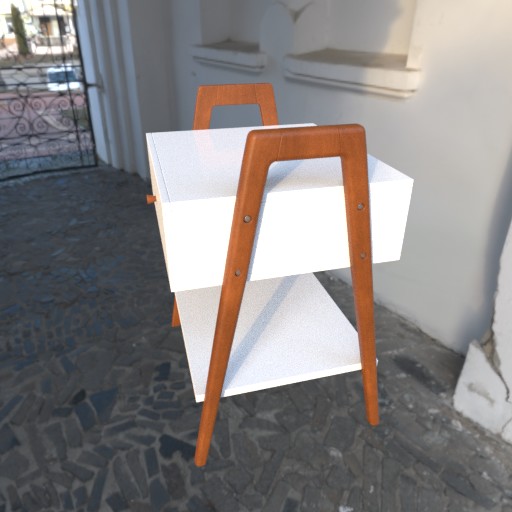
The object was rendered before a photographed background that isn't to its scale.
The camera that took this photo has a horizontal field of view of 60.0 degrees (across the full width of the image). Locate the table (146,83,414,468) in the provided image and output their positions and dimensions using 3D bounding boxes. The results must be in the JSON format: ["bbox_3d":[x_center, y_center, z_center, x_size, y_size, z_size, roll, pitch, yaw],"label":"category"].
[{"bbox_3d":[0.000,0.000,0.912,0.405,0.610,0.457,-7,29,-13],"label":"table"}]
